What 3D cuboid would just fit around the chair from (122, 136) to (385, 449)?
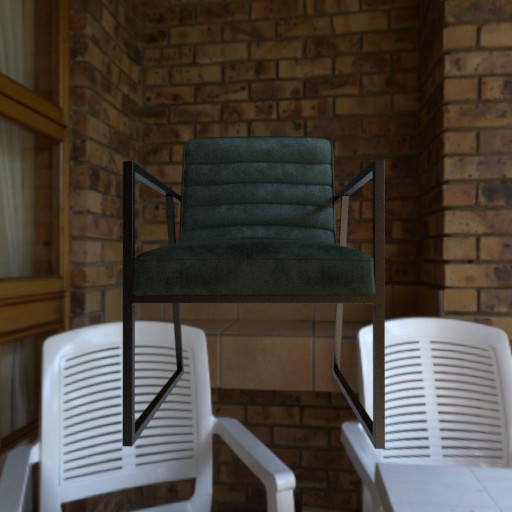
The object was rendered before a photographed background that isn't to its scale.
[{"bbox_3d":[0.000,0.000,1.265,0.571,0.833,0.677,0,0,2],"label":"chair"}]
